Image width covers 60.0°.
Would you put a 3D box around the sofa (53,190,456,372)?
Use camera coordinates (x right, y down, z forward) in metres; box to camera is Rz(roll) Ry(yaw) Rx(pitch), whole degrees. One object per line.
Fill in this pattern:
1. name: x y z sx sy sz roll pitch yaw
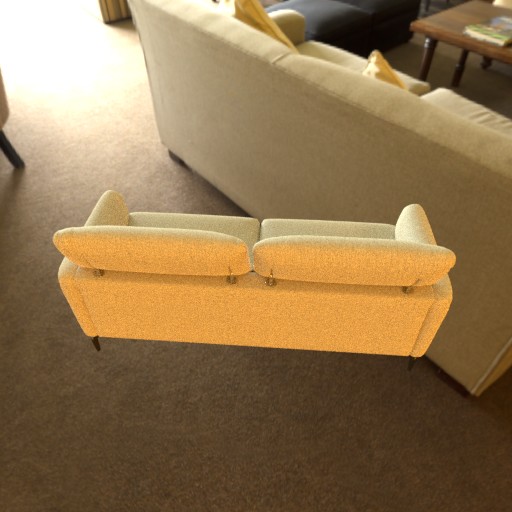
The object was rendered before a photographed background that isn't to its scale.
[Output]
1. sofa: 0.000 0.000 2.540 2.015 0.956 0.856 3 46 3
